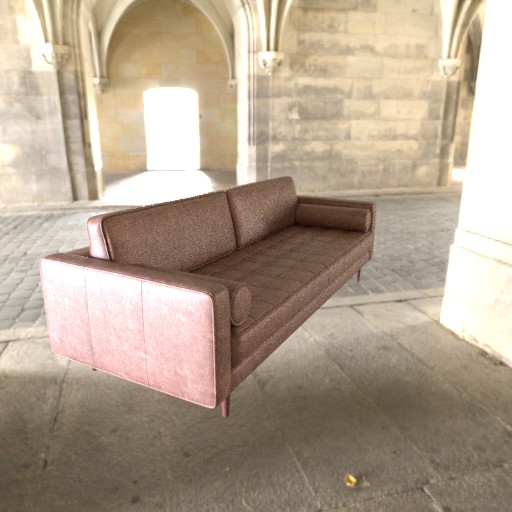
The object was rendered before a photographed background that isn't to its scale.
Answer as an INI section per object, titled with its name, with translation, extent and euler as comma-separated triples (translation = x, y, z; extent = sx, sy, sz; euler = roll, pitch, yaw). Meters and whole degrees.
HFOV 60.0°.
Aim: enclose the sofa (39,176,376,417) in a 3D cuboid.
[sofa]
translation = 0.000, 0.000, 2.629
extent = 0.914, 0.762, 2.210
euler = 8, 18, 27
